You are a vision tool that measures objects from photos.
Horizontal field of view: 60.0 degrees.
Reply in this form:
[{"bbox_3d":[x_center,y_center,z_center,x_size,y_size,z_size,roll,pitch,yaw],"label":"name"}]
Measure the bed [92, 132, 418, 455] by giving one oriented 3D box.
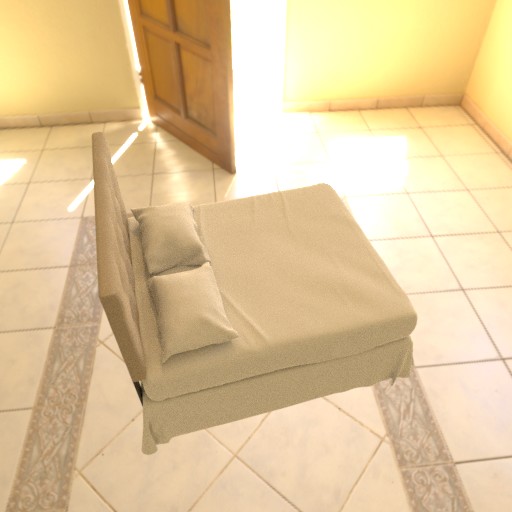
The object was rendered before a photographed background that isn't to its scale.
[{"bbox_3d":[0.000,0.000,3.452,2.222,1.577,1.936,-11,47,-11],"label":"bed"}]
